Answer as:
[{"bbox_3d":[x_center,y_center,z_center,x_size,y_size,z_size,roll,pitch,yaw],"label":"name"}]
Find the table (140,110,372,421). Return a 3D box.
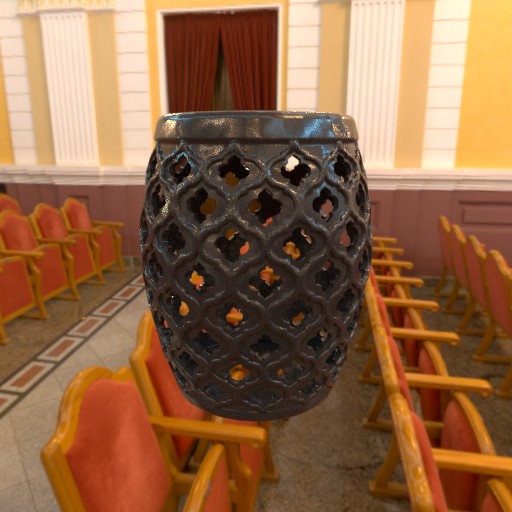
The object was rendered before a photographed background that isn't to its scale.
[{"bbox_3d":[0.000,0.000,0.644,0.325,0.388,0.325,0,15,0],"label":"table"}]
